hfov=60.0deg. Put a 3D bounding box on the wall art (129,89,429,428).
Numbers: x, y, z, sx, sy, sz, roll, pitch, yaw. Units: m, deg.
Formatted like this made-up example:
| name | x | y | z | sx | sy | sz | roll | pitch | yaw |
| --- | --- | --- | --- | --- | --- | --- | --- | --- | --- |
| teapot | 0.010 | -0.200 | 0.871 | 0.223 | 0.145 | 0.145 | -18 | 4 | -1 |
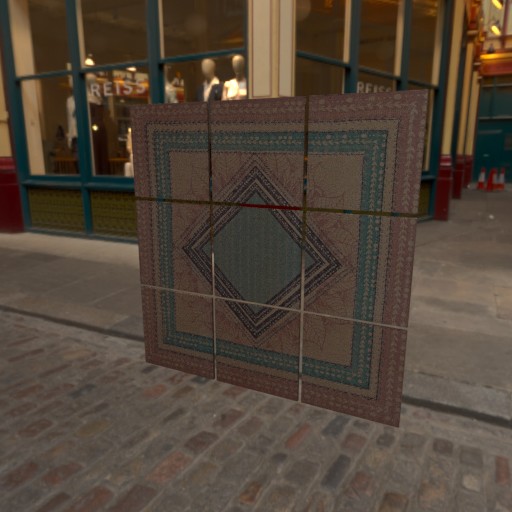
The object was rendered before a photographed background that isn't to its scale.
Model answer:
| name | x | y | z | sx | sy | sz | roll | pitch | yaw |
| --- | --- | --- | --- | --- | --- | --- | --- | --- | --- |
| wall art | 0.000 | 0.000 | 2.270 | 1.527 | 1.525 | 0.014 | 7 | 15 | 25 |
